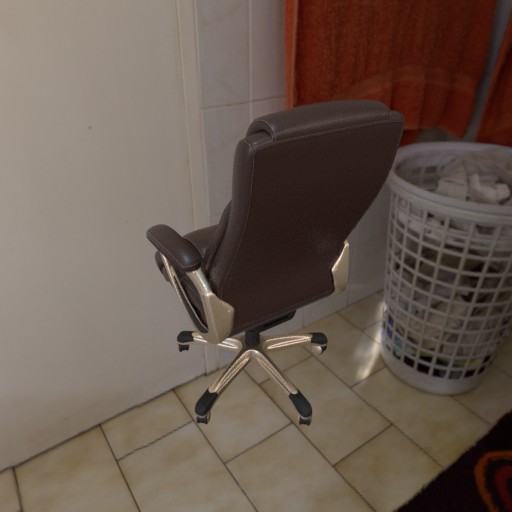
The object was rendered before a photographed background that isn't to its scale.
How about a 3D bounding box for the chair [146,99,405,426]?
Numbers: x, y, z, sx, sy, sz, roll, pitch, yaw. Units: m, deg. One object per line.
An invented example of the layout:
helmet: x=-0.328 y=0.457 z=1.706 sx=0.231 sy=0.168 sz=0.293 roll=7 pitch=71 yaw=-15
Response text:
chair: x=0.000 y=0.000 z=1.613 sx=0.692 sy=1.194 sz=0.749 roll=-18 pitch=36 yaw=-28
